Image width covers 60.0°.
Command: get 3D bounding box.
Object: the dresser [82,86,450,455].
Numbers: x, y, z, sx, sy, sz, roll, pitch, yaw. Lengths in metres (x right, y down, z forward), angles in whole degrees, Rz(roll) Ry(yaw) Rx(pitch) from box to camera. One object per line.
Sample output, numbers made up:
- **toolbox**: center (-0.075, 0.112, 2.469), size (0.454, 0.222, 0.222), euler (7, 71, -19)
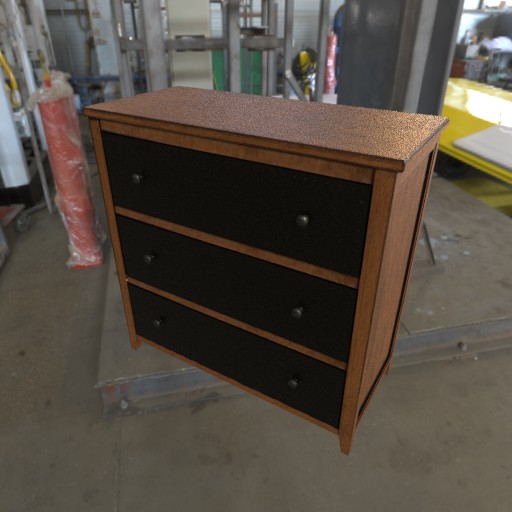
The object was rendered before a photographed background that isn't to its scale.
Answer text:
- **dresser**: center (0.000, 0.000, 1.941), size (1.250, 1.224, 0.591), euler (17, 34, 27)
